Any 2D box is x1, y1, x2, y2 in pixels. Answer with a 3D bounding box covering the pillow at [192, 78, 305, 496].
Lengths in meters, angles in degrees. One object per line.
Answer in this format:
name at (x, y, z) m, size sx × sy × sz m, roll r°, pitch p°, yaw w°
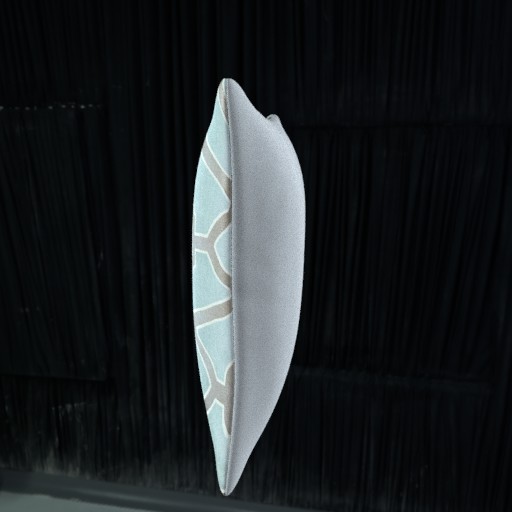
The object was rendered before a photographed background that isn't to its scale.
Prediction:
pillow at (0.000, 0.000, 0.774) m, size 0.166 × 0.508 × 0.552 m, roll 2°, pitch 14°, yaw 7°
